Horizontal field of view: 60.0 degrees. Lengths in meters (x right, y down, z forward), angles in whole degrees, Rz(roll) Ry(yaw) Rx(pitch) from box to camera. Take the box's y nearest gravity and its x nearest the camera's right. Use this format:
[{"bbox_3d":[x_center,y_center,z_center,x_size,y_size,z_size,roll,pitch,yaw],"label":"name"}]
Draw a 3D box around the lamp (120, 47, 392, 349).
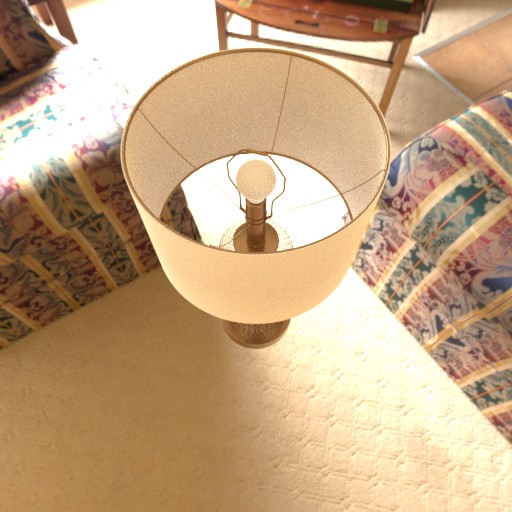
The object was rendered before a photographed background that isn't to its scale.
[{"bbox_3d":[0.000,0.000,0.629,0.252,0.483,0.252,16,64,8],"label":"lamp"}]
